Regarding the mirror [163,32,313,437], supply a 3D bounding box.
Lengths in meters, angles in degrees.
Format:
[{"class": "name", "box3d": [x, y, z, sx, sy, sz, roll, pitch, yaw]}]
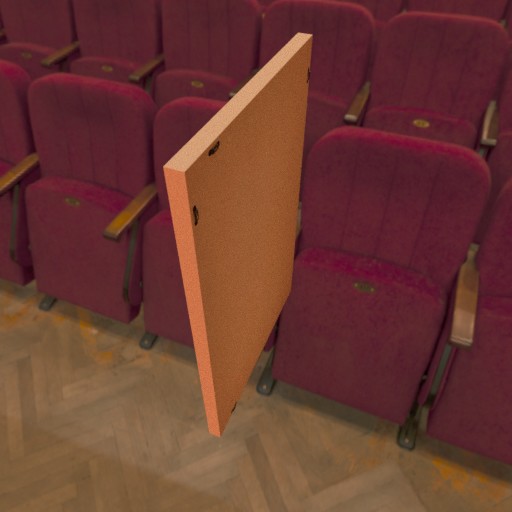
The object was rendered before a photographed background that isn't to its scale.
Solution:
[{"class": "mirror", "box3d": [0.000, 0.000, 1.165, 0.041, 0.915, 0.609, 17, 47, 16]}]
